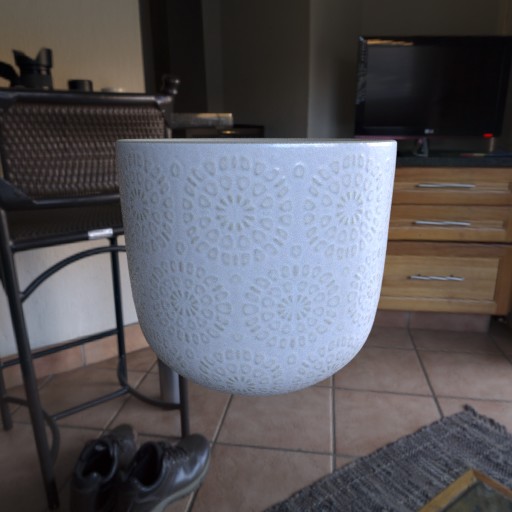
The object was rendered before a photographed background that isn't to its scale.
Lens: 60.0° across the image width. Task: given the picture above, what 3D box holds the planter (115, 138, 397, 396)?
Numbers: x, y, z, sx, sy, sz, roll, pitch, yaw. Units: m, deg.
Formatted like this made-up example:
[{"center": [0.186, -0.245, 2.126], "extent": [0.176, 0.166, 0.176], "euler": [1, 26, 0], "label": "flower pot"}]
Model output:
[{"center": [0.000, 0.000, 0.299], "extent": [0.170, 0.152, 0.170], "euler": [0, 15, 0], "label": "planter"}]
